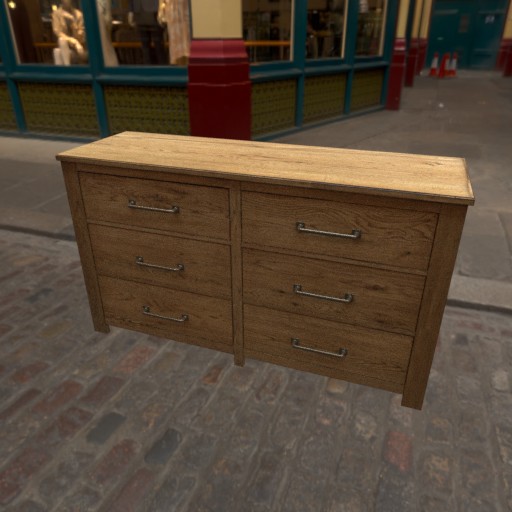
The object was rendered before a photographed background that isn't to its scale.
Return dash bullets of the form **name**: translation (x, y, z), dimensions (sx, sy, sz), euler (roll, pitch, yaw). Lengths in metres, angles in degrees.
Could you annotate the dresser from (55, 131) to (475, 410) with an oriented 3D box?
- **dresser**: translation (0.000, 0.000, 2.074), dimensions (1.657, 0.932, 0.563), euler (9, 28, 17)
